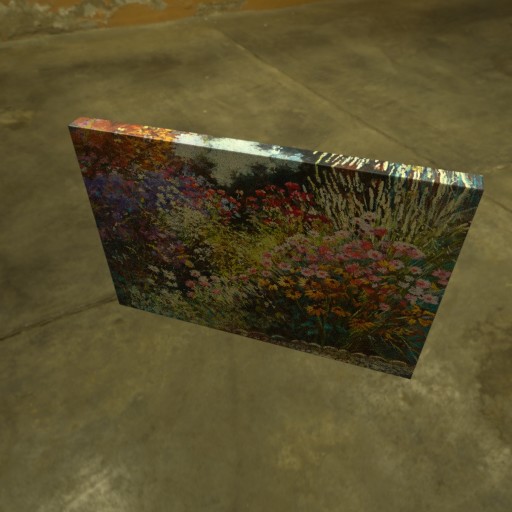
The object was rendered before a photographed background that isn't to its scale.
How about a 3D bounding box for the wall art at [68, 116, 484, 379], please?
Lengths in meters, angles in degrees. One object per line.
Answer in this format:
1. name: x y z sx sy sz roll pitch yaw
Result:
1. wall art: 0.000 0.000 0.768 0.610 0.406 0.037 12 42 14
